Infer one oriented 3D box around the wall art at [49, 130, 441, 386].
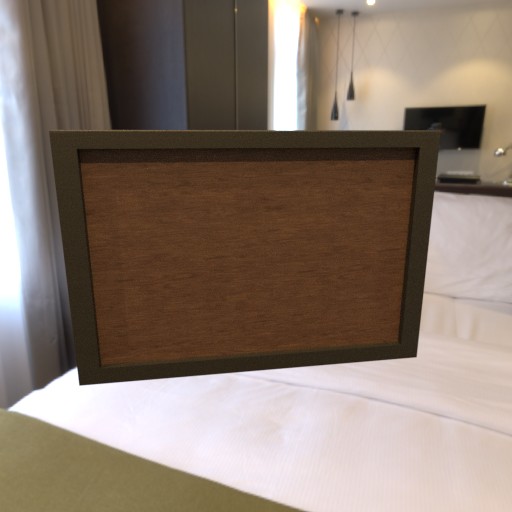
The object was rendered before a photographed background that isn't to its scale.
[{"bbox_3d":[0.000,0.000,0.835,0.671,0.456,0.051,-2,16,-9],"label":"wall art"}]
